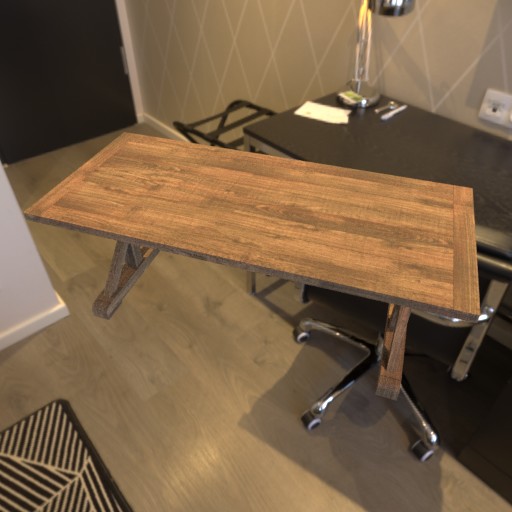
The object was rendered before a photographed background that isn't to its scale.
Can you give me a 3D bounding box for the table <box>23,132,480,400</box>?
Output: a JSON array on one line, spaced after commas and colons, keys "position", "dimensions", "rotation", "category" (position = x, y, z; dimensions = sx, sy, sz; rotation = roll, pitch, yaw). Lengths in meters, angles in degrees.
[{"position": [0.000, 0.000, 2.425], "dimensions": [2.031, 0.733, 0.907], "rotation": [12, 42, 14], "category": "table"}]
